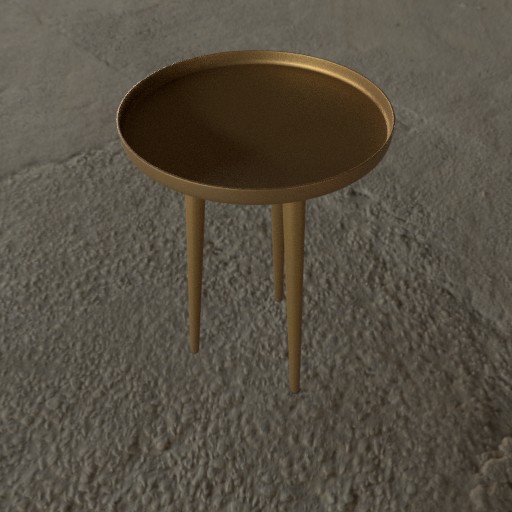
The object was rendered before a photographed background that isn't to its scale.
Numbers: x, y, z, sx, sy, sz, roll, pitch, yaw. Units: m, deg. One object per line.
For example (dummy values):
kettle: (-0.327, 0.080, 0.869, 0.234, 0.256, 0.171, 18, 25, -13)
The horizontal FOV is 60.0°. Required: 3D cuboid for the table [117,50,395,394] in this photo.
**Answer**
table: (0.000, 0.000, 0.659, 0.299, 0.480, 0.299, -31, 54, -26)
